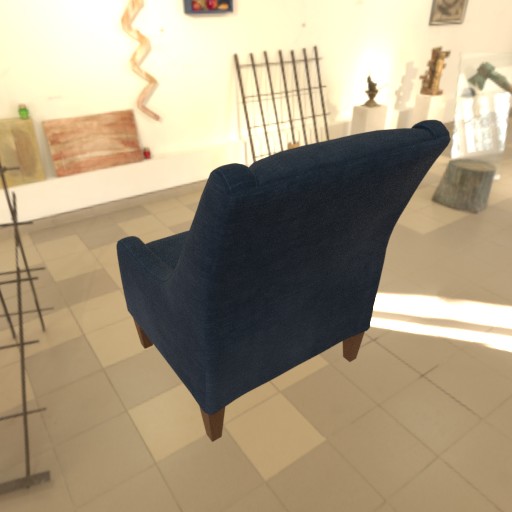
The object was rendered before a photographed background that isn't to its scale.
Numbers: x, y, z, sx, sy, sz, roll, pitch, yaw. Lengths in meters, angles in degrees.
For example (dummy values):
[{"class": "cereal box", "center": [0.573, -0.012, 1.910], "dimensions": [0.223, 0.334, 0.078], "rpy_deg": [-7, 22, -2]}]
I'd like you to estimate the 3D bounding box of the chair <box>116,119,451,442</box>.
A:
[{"class": "chair", "center": [0.000, 0.000, 1.600], "dimensions": [0.774, 1.014, 0.870], "rpy_deg": [-20, 36, -30]}]
